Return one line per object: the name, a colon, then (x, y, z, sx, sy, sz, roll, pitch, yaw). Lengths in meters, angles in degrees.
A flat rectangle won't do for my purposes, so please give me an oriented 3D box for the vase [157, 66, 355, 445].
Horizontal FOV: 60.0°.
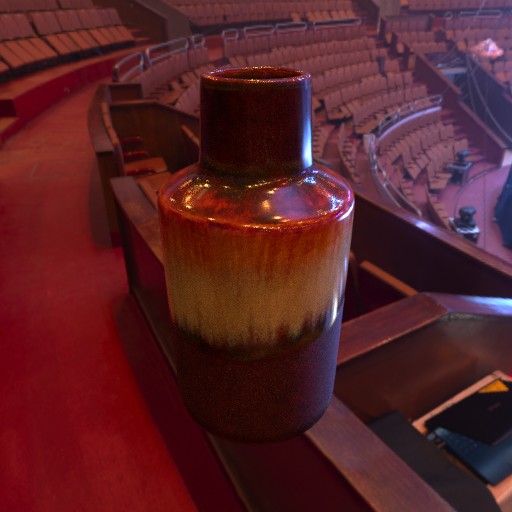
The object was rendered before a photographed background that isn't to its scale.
vase: (0.000, 0.000, 0.264, 0.108, 0.204, 0.108, 0, 29, 0)
